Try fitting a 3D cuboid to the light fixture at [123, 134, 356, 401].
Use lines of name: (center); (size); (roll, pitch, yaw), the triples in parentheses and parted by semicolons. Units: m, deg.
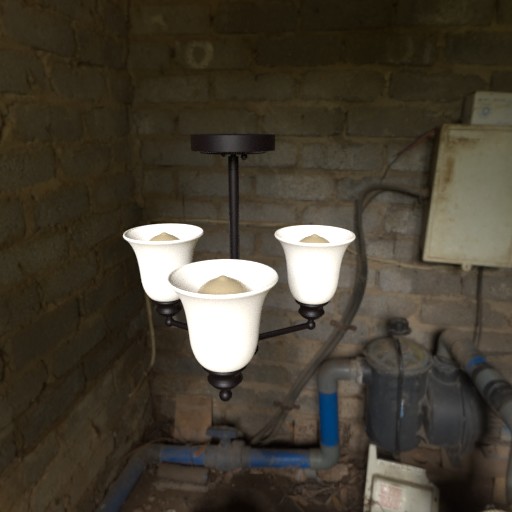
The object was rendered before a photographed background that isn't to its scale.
light fixture: (0.000, 0.000, 0.699); (0.354, 0.370, 0.388); (-8, 18, -26)
